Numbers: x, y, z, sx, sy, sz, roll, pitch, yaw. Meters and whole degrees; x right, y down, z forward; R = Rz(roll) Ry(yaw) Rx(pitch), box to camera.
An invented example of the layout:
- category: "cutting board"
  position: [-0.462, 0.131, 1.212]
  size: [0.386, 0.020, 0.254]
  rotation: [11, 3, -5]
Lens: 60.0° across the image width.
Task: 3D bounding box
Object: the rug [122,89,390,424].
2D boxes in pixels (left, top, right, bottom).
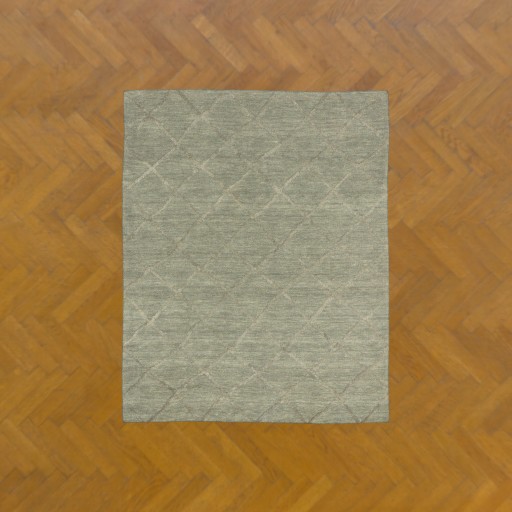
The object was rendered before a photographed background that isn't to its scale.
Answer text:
- category: "rug"
  position: [0.000, 0.000, 4.032]
  size: [2.438, 0.013, 3.048]
  rotation: [0, 89, 0]
